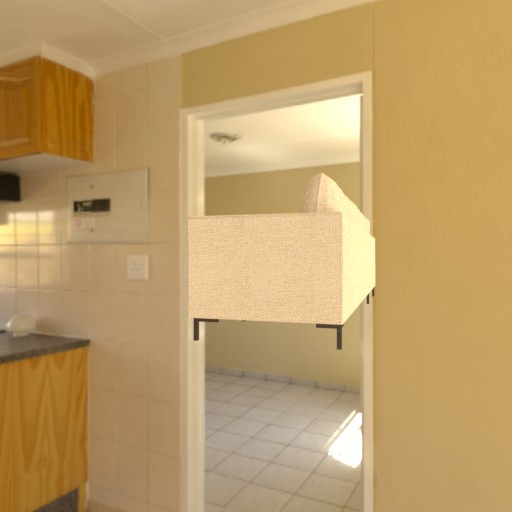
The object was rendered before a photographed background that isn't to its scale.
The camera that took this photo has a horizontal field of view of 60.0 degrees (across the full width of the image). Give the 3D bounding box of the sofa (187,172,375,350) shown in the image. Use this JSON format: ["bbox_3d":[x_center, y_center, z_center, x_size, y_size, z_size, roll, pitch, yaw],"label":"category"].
[{"bbox_3d":[0.000,0.000,4.249,2.048,0.996,3.384,0,0,18],"label":"sofa"}]
